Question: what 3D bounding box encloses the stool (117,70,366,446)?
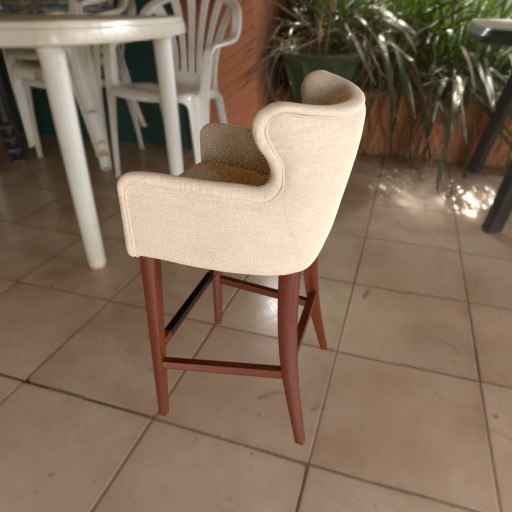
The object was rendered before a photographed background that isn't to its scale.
[{"bbox_3d":[0.000,0.000,1.388,0.563,1.034,0.556,9,31,15],"label":"stool"}]
